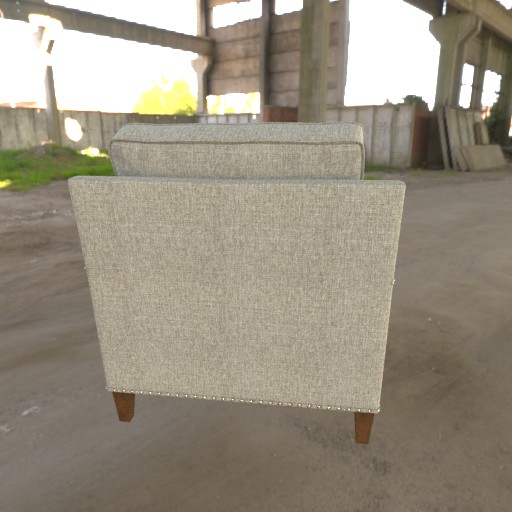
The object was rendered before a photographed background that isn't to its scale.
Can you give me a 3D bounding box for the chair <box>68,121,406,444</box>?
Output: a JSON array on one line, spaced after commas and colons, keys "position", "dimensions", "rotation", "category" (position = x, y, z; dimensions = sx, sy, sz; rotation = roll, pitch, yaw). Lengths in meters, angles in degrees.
[{"position": [0.000, 0.000, 1.648], "dimensions": [0.853, 0.943, 1.014], "rotation": [2, 16, 8], "category": "chair"}]
